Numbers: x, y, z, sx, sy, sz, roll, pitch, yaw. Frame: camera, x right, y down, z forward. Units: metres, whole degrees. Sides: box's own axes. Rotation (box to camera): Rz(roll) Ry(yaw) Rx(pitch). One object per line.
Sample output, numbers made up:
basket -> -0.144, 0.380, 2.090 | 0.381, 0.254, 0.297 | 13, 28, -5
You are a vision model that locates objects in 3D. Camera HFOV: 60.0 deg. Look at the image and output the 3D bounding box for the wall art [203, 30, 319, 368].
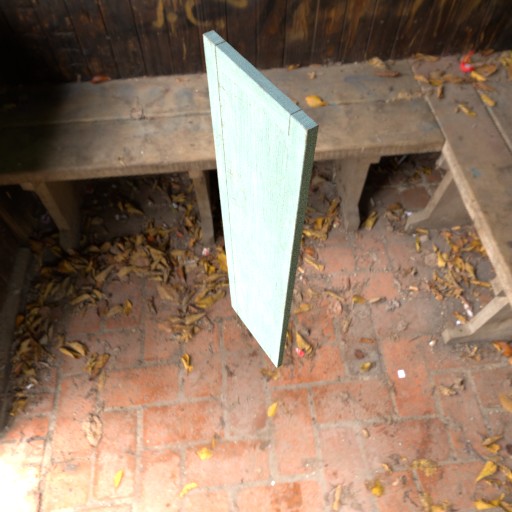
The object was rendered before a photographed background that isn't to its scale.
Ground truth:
wall art -> 0.000, 0.000, 1.310 | 0.025, 1.219, 0.329 | -30, 63, -18
